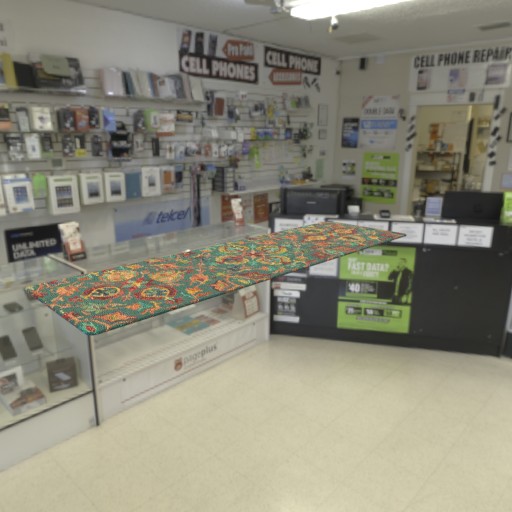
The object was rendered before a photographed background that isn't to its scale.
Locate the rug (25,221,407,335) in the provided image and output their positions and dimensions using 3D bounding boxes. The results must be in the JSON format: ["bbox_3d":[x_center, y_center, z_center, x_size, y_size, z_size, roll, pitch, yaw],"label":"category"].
[{"bbox_3d":[0.000,0.000,2.544,2.286,0.013,0.686,-15,21,-42],"label":"rug"}]
